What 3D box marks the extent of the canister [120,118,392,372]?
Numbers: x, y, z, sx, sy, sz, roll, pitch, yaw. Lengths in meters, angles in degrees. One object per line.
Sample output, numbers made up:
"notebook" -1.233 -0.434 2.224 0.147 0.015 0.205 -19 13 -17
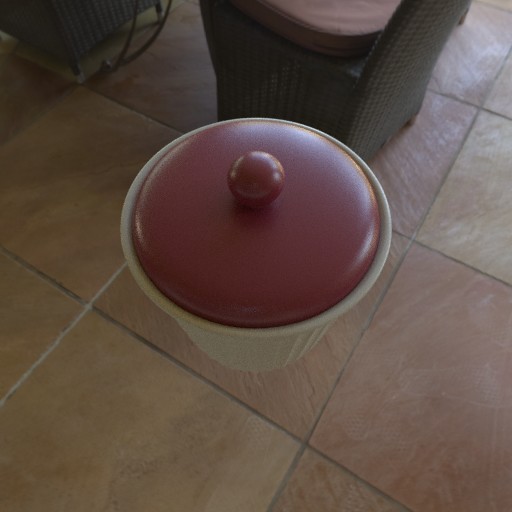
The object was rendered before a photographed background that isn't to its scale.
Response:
"canister" 0.000 0.000 0.349 0.181 0.211 0.181 0 59 0
